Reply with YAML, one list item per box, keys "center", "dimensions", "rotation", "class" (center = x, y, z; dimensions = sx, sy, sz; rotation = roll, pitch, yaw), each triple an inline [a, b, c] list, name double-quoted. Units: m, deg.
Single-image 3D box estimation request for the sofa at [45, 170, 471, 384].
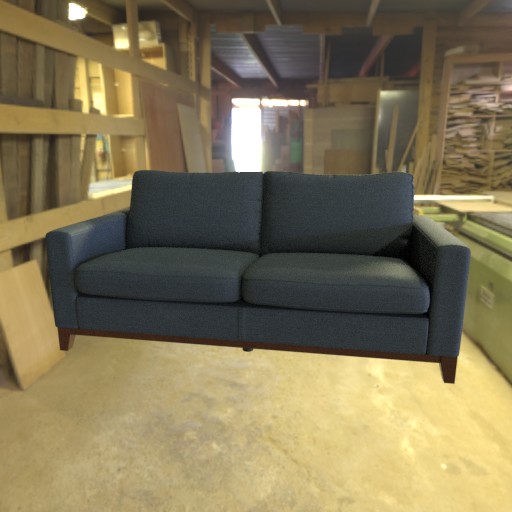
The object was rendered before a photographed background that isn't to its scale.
- center: [0.000, 0.000, 2.351]
  dimensions: [1.900, 0.865, 0.877]
  rotation: [2, 14, 10]
  class: "sofa"
